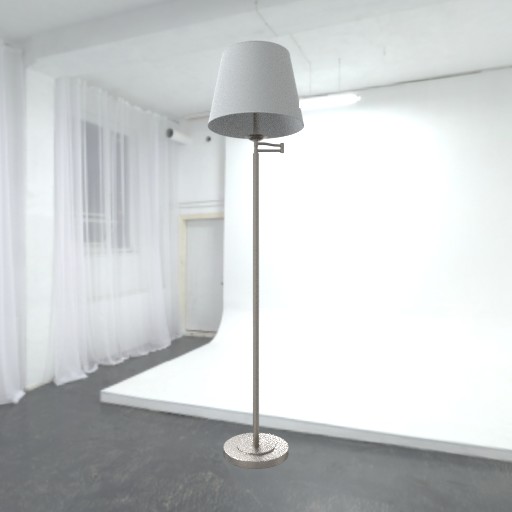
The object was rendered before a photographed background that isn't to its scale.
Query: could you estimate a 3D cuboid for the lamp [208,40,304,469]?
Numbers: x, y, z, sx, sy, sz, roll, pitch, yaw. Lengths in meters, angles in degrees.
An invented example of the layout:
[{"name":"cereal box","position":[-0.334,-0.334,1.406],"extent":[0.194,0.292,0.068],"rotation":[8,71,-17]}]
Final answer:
[{"name":"lamp","position":[0.000,0.000,1.647],"extent":[0.355,1.473,0.355],"rotation":[0,1,0]}]
